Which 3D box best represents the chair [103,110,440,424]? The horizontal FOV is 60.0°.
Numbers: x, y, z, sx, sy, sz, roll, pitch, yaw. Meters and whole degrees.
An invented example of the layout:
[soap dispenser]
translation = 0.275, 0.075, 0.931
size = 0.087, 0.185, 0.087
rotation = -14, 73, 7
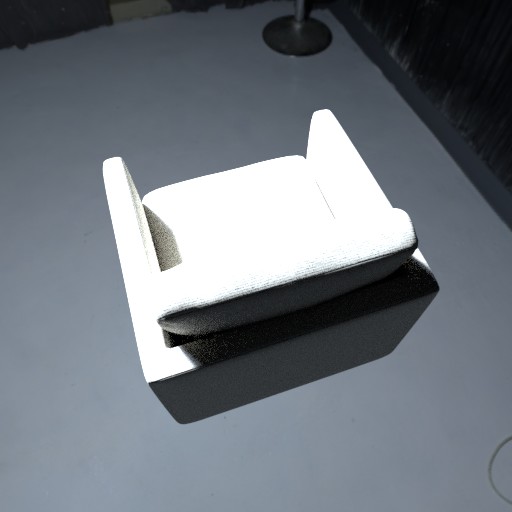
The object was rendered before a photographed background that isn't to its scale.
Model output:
[chair]
translation = 0.000, 0.000, 1.800
size = 0.996, 0.919, 0.959
rotation = -16, 60, -10
